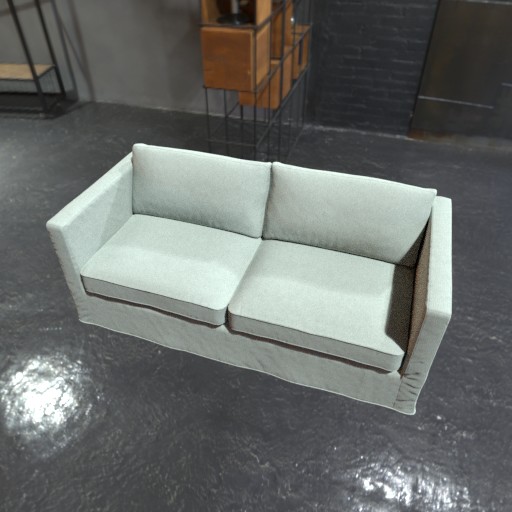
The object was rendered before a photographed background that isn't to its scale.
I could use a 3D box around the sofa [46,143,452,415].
[{"bbox_3d":[0.000,0.000,2.515,1.987,0.870,0.940,12,41,14],"label":"sofa"}]
